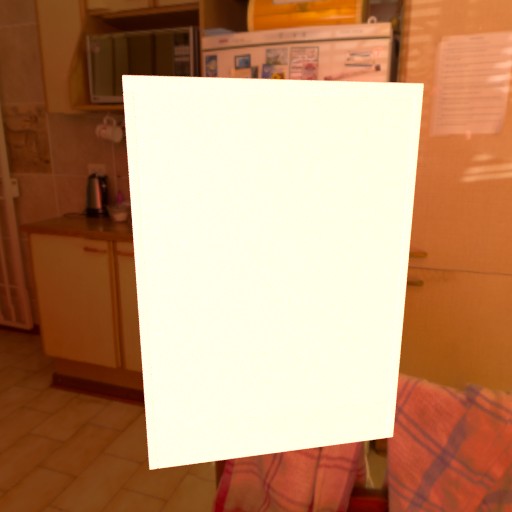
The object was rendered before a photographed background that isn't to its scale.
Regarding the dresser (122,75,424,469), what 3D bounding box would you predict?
[{"bbox_3d":[0.000,0.000,0.812,0.400,0.560,0.360,-3,15,-11],"label":"dresser"}]
